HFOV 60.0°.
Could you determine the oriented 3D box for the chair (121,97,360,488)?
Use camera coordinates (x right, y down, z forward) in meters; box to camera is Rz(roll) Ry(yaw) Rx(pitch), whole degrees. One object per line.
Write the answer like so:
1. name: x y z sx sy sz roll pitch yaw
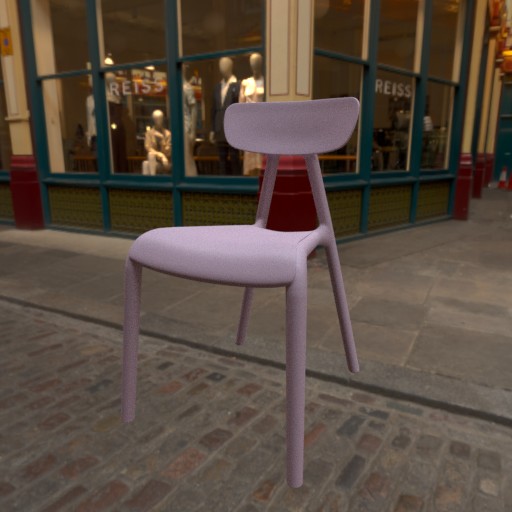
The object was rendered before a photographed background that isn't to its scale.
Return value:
1. chair: 0.000 0.000 0.830 0.356 0.580 0.401 7 16 27
